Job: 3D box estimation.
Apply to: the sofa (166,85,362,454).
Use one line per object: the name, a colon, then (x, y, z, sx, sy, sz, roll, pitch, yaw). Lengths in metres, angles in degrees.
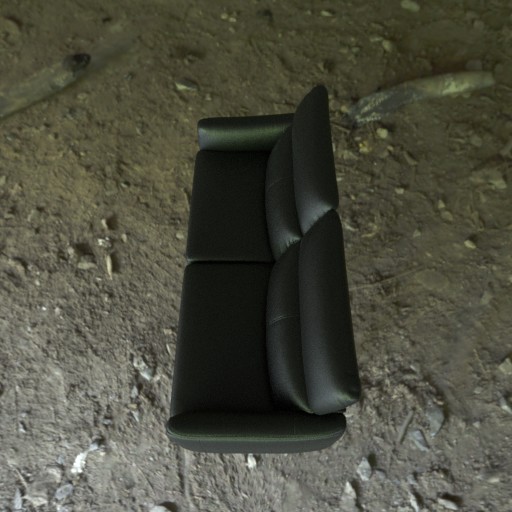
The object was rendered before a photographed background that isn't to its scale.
sofa: (0.000, 0.000, 2.571, 0.856, 0.957, 2.069, 0, 59, 0)
